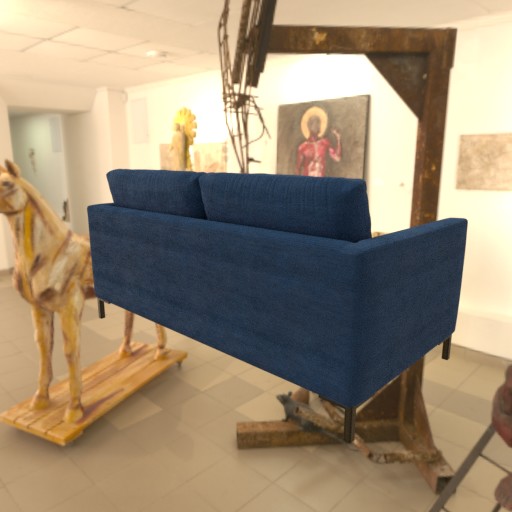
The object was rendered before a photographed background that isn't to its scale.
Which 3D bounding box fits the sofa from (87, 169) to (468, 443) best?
[{"bbox_3d":[0.000,0.000,2.134,1.676,0.817,0.875,12,17,42],"label":"sofa"}]
